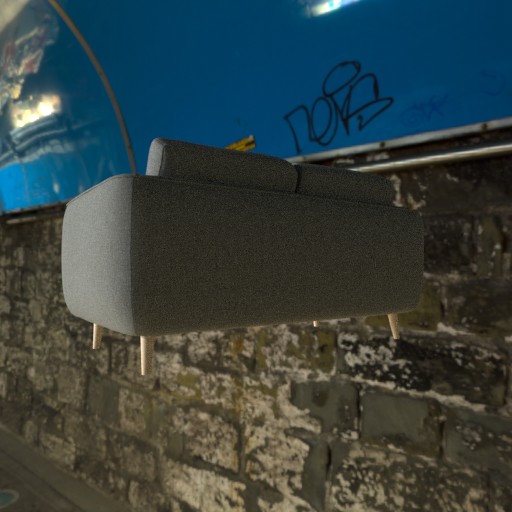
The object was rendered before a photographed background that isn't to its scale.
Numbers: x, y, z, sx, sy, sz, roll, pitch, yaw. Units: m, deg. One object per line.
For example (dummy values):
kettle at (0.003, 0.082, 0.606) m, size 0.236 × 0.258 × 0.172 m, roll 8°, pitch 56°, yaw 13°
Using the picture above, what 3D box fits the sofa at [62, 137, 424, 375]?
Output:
sofa at (0.000, 0.000, 2.221) m, size 1.700 × 0.870 × 0.920 m, roll 1°, pitch -2°, yaw -35°
